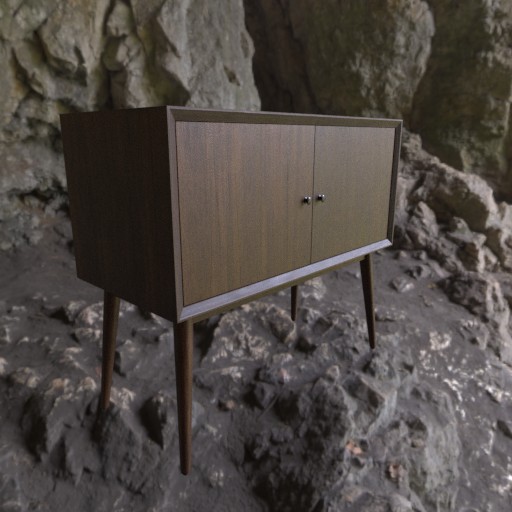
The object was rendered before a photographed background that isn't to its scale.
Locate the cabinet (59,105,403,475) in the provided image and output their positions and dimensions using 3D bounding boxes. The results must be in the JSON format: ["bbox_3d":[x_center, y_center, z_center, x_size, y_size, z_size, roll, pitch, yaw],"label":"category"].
[{"bbox_3d":[0.000,0.000,1.094,0.354,0.654,0.743,14,20,41],"label":"cabinet"}]
